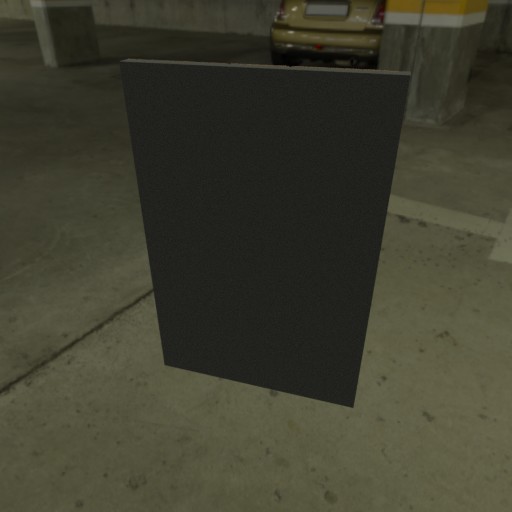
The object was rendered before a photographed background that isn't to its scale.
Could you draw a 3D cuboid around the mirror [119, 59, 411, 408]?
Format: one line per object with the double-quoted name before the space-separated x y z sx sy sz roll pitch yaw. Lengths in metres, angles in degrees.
"mirror" 0.000 0.000 1.145 0.606 0.912 0.044 9 33 14
